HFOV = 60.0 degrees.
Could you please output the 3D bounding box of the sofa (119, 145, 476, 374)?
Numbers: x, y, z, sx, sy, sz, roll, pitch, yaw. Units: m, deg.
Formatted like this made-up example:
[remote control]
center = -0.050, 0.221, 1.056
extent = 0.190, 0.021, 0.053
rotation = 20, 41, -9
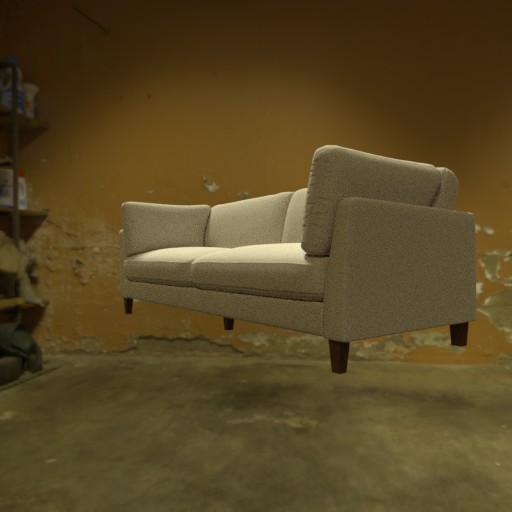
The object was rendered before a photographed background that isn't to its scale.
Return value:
[sofa]
center = 0.000, 0.000, 2.714
extent = 0.957, 0.863, 2.301
rotation = 0, 0, -37
